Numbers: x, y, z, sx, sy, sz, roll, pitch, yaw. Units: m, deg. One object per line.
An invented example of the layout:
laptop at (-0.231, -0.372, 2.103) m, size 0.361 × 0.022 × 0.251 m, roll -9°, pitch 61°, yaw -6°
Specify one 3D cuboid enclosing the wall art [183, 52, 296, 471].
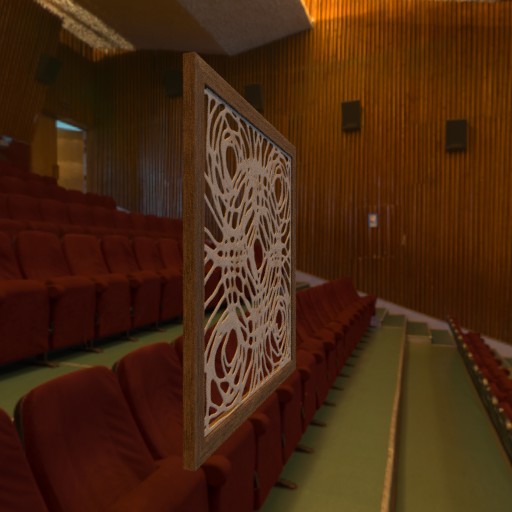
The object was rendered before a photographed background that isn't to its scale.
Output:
wall art at (0.000, 0.000, 0.859) m, size 0.021 × 0.576 × 0.561 m, roll 0°, pitch 0°, yaw 19°
